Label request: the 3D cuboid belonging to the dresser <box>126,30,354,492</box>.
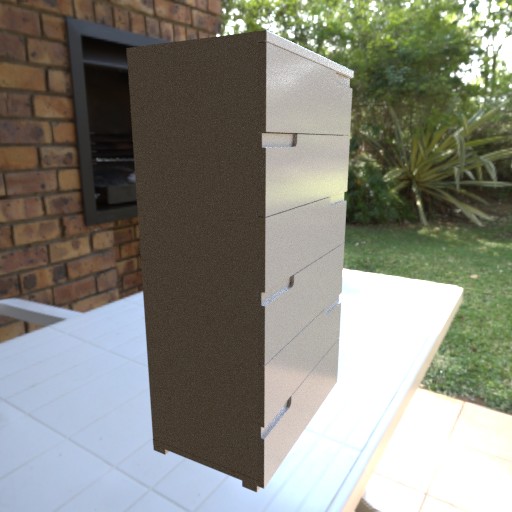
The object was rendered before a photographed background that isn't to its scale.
[{"bbox_3d":[0.000,0.000,1.460,0.400,1.190,0.650,8,16,27],"label":"dresser"}]
